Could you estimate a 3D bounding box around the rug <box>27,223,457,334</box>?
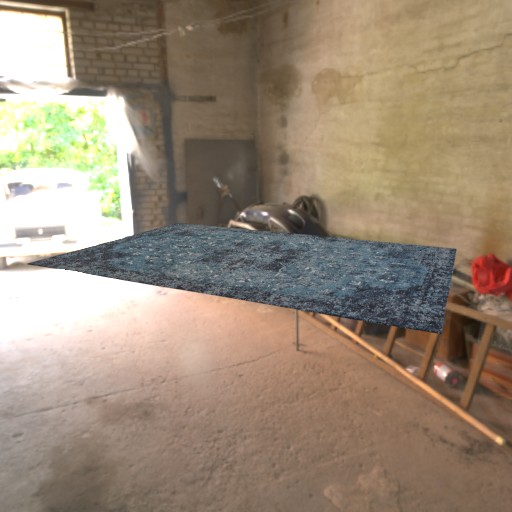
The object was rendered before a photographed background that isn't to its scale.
[{"bbox_3d":[0.000,0.000,2.251,1.828,0.005,1.219,7,16,25],"label":"rug"}]
